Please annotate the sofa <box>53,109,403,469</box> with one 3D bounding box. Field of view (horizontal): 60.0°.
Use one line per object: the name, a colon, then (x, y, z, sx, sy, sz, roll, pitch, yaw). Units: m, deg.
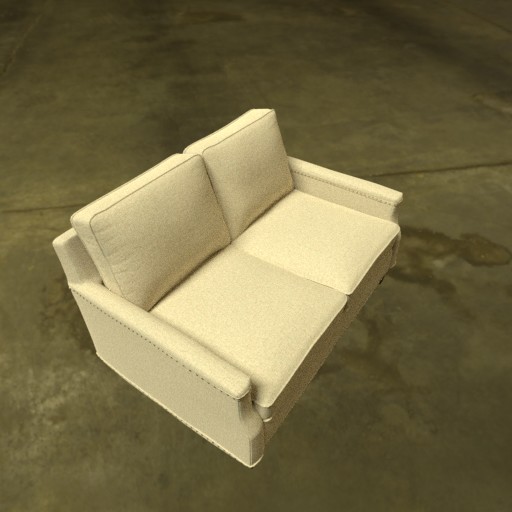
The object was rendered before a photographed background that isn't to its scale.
sofa: (0.000, 0.000, 2.327, 1.084, 1.003, 1.597, 25, 47, 26)
